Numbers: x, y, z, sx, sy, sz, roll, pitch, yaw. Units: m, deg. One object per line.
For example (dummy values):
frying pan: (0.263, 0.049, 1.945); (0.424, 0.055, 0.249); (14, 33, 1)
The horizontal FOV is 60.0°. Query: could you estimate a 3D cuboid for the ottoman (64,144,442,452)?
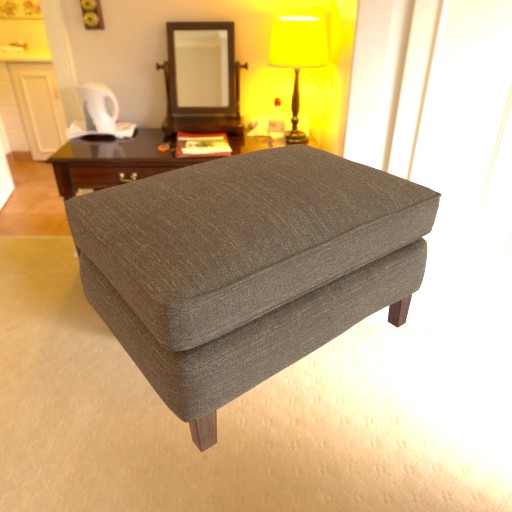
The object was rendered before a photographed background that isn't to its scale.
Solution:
ottoman: (0.000, 0.000, 1.009); (0.686, 0.406, 0.508); (-21, 37, -31)
